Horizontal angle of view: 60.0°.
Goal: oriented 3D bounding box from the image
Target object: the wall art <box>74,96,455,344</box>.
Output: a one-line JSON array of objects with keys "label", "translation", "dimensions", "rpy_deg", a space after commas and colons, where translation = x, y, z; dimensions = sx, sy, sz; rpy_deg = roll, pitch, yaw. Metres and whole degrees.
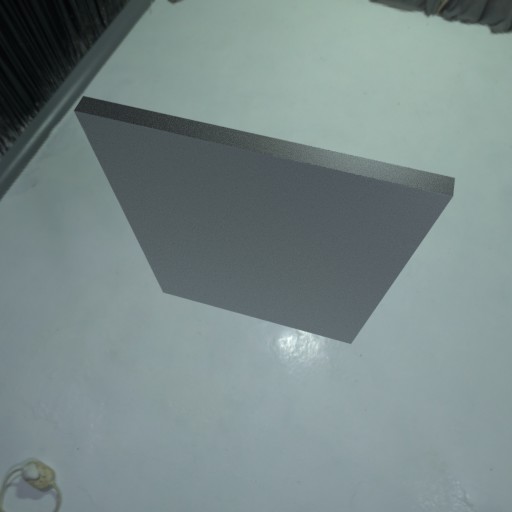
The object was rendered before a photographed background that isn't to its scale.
[{"label": "wall art", "translation": [0.000, 0.000, 0.758], "dimensions": [0.444, 0.569, 0.025], "rpy_deg": [14, 64, 7]}]
